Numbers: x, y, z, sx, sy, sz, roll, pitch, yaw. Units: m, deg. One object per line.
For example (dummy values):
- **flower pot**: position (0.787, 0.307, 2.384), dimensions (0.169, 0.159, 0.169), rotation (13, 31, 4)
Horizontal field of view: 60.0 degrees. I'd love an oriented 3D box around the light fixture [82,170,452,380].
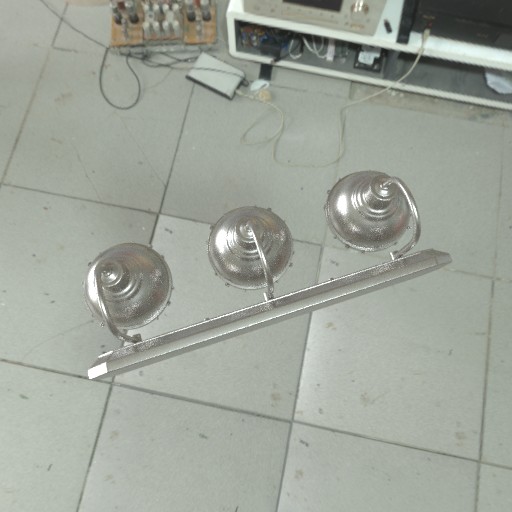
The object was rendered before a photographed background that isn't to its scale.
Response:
- **light fixture**: position (0.000, 0.000, 0.763), dimensions (0.634, 0.254, 0.229), rotation (-17, 76, -4)
